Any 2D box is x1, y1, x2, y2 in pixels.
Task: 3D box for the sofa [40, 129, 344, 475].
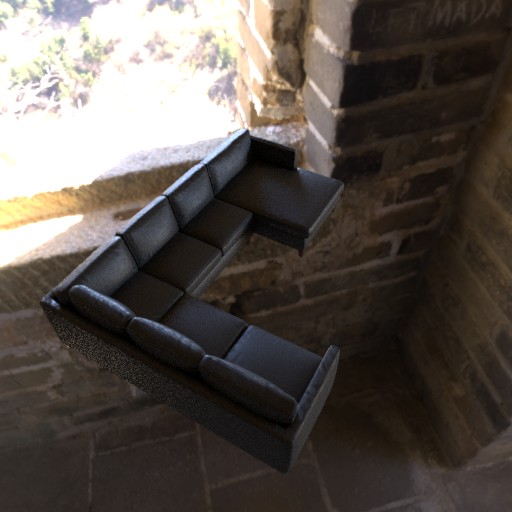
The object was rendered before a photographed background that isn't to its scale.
[{"bbox_3d":[0.000,0.000,4.756,2.593,0.923,3.460,22,50,20],"label":"sofa"}]
